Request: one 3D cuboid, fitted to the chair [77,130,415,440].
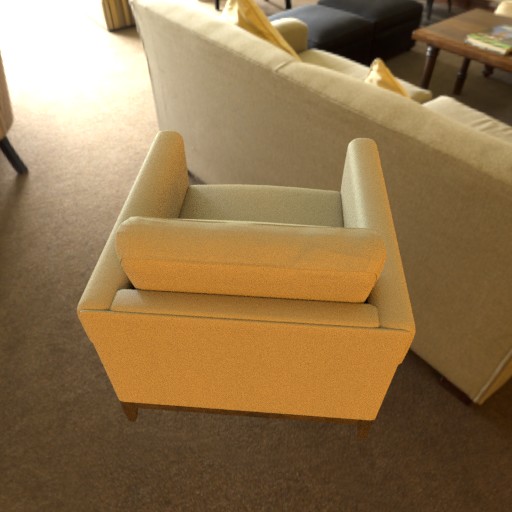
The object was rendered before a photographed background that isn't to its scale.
[{"bbox_3d":[0.000,0.000,1.651,0.914,0.838,0.959,3,45,3],"label":"chair"}]
